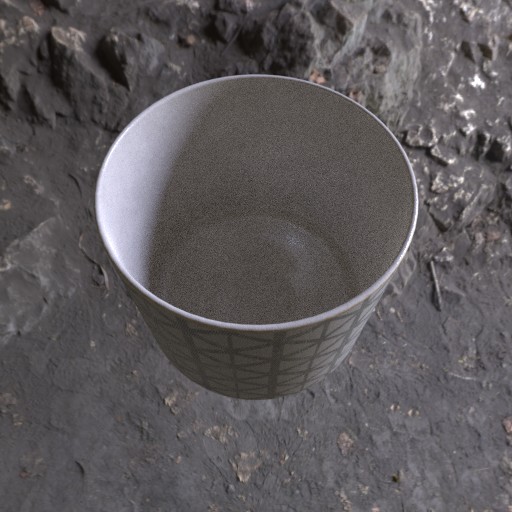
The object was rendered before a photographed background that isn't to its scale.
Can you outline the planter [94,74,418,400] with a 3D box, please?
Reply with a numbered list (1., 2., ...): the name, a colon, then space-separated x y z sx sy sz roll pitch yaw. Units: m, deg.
1. planter: 0.000 0.000 0.341 0.190 0.181 0.190 0 60 0
